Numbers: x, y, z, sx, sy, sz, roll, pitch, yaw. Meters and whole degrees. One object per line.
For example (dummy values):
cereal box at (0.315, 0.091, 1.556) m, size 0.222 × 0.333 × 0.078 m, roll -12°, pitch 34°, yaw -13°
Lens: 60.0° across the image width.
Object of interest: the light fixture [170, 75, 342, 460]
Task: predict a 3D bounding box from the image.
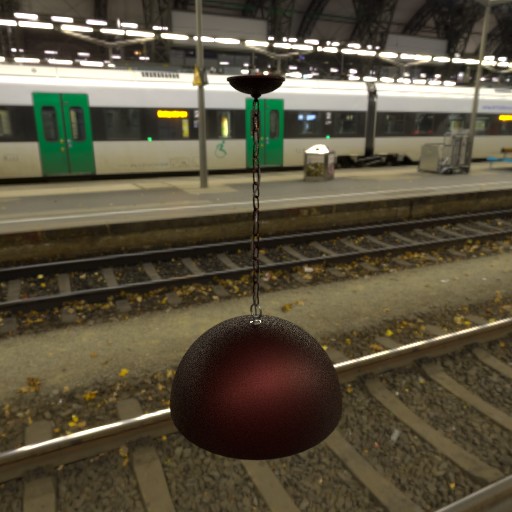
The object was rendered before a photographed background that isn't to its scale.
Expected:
light fixture at (0.000, 0.000, 1.164) m, size 0.492 × 0.869 × 0.492 m, roll 15°, pitch 22°, yaw 41°
